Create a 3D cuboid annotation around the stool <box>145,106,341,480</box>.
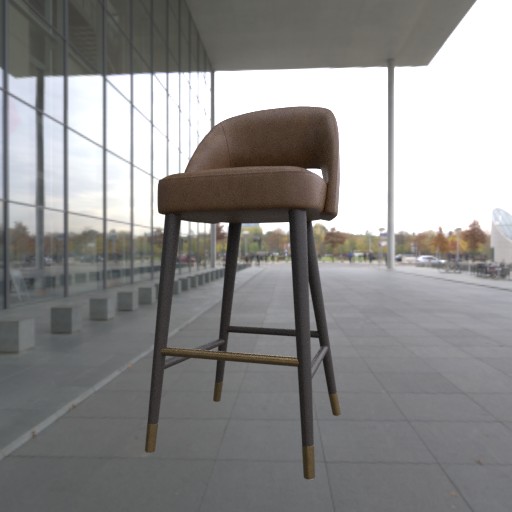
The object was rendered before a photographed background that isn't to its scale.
[{"bbox_3d":[0.000,0.000,1.331,0.494,1.037,0.509,0,0,19],"label":"stool"}]
